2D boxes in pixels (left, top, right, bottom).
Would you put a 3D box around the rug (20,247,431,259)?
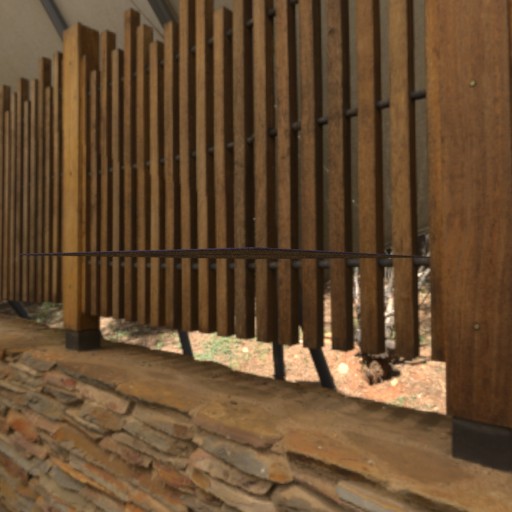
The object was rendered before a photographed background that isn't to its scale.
[{"bbox_3d":[0.000,0.000,2.875,1.630,0.009,2.232,-1,-1,36],"label":"rug"}]
